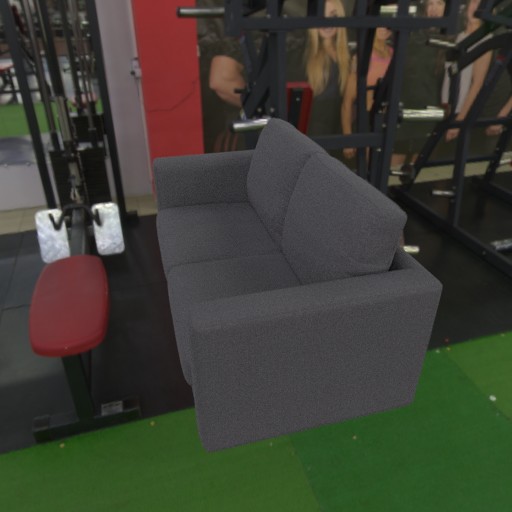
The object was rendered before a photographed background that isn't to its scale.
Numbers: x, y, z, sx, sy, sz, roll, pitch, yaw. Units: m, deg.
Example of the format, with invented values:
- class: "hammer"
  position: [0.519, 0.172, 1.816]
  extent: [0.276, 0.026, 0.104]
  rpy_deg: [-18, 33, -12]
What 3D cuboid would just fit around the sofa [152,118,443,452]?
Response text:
- class: "sofa"
  position: [0.000, 0.000, 1.945]
  extent: [0.796, 0.908, 1.430]
  rpy_deg: [-8, 32, -13]
